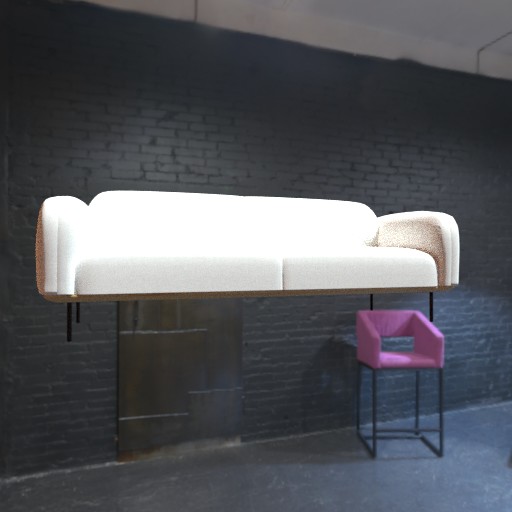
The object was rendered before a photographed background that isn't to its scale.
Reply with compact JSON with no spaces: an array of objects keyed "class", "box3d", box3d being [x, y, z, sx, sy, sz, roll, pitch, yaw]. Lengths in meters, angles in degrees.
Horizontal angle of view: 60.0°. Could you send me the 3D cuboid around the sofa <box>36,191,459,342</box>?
[{"class":"sofa","box3d":[0.000,0.000,2.603,2.280,0.780,0.870,0,-1,-19]}]
